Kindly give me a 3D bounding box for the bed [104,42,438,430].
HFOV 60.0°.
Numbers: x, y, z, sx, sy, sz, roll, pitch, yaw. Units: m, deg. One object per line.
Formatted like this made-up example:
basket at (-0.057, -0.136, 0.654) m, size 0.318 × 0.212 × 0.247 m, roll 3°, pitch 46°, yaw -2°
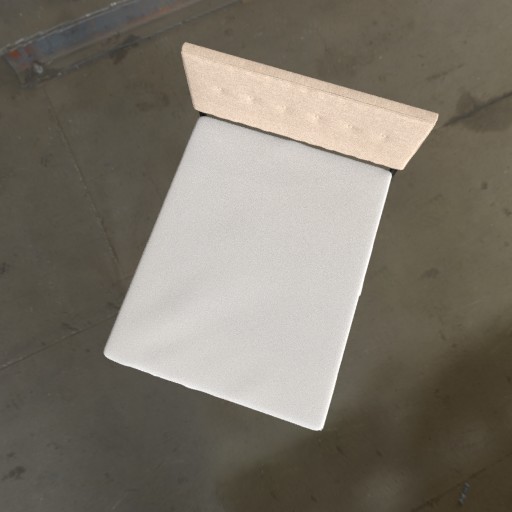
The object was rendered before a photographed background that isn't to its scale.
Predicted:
bed at (0.000, 0.000, 3.005) m, size 1.643 × 1.270 × 1.978 m, roll 18°, pitch 76°, yaw 5°
